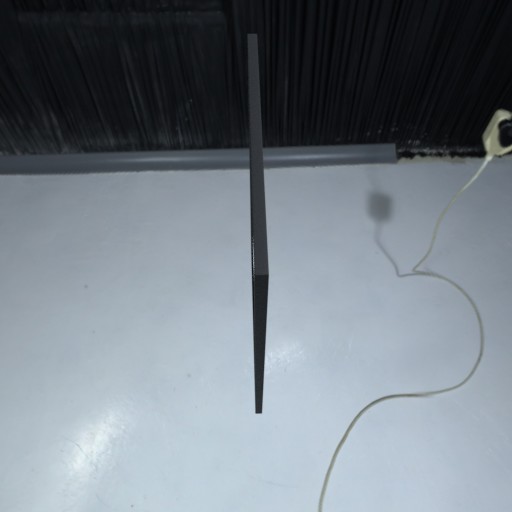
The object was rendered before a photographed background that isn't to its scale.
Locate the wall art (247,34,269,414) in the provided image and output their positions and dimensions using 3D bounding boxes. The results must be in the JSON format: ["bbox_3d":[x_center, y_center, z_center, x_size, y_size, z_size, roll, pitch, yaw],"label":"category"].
[{"bbox_3d":[0.000,0.000,0.626,0.011,0.459,0.326,-1,58,-1],"label":"wall art"}]
